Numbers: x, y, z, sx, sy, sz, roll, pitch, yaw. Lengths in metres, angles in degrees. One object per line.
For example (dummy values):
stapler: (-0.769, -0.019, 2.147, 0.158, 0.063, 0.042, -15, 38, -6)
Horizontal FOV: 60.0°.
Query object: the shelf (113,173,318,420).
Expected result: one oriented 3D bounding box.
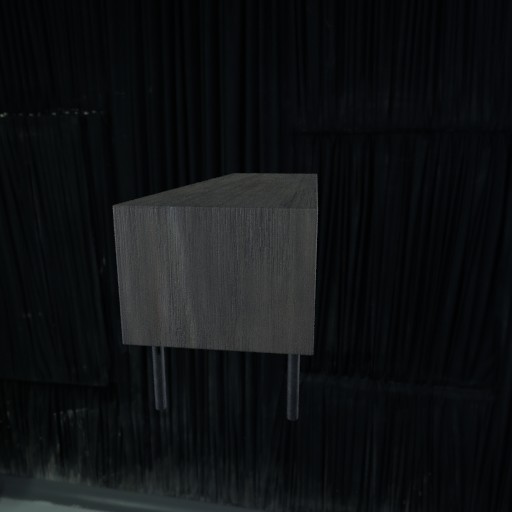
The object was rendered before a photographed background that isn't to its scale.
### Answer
shelf: (0.000, 0.000, 1.520, 0.400, 0.495, 1.300, 2, 13, 7)
